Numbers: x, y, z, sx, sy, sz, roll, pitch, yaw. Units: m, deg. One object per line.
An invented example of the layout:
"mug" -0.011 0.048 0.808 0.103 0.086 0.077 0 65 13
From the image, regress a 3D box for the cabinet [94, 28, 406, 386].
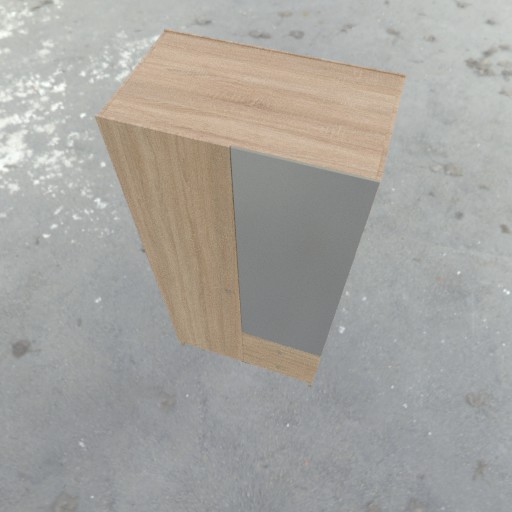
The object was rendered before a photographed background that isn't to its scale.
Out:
"cabinet" 0.000 0.000 2.490 1.001 2.121 0.590 15 58 10
